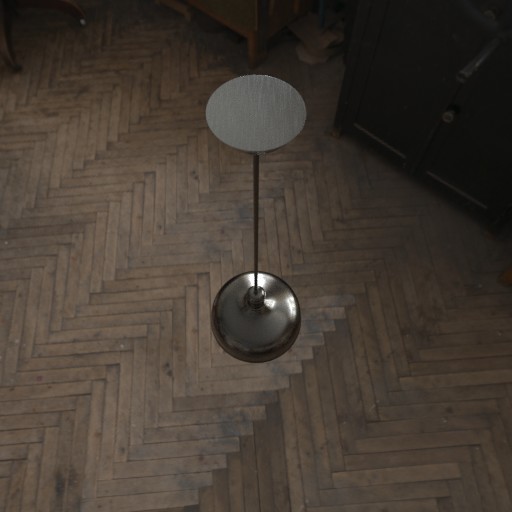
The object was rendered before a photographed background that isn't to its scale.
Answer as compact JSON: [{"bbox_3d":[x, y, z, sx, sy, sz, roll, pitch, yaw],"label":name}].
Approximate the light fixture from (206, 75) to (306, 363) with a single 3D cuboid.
[{"bbox_3d":[0.000,0.000,1.047,0.299,0.935,0.299,1,64,1],"label":"light fixture"}]
